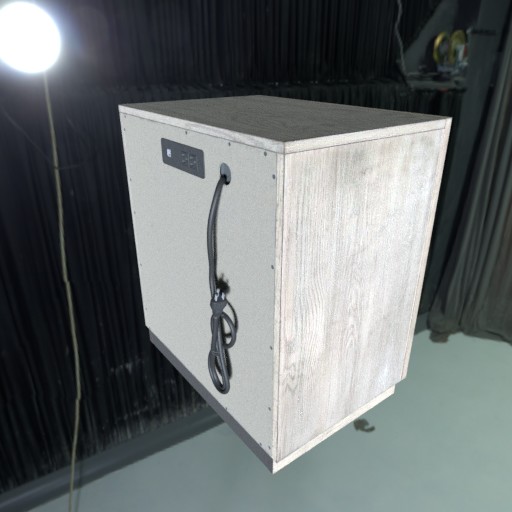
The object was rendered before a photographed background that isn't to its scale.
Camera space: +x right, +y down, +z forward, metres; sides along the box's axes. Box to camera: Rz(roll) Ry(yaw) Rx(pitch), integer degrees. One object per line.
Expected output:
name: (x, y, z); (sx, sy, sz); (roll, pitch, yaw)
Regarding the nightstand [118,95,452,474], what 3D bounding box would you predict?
nightstand: (0.000, 0.000, 1.076); (0.483, 0.673, 0.612); (-18, 30, -33)
